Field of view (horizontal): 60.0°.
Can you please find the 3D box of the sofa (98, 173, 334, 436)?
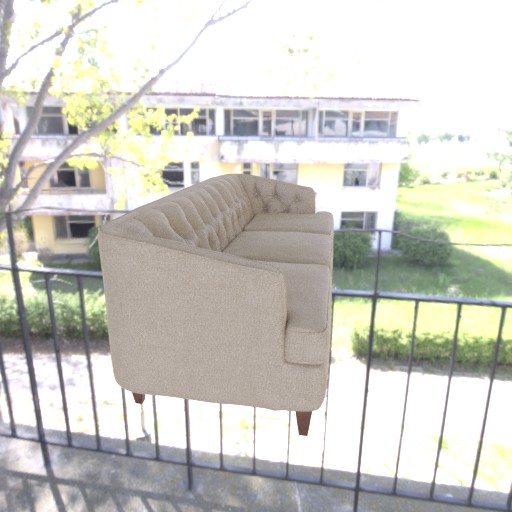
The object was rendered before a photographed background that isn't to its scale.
[{"bbox_3d":[0.000,0.000,2.660,0.913,0.788,2.235,3,17,10],"label":"sofa"}]
